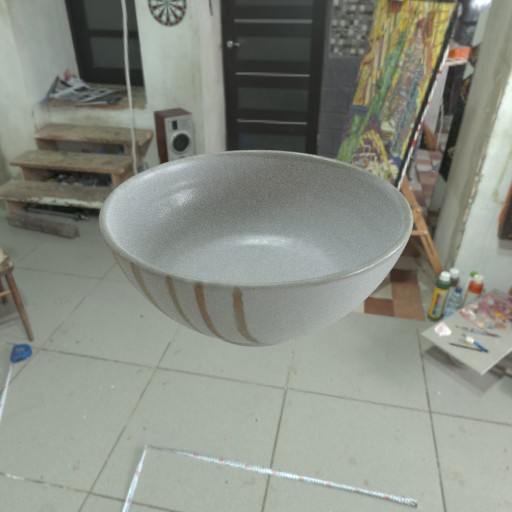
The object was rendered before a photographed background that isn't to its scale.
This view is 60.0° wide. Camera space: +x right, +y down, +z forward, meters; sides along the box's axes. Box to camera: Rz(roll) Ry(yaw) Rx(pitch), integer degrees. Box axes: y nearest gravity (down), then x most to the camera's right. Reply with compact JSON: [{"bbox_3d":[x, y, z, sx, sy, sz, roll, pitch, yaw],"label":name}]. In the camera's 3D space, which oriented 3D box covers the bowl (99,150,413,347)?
[{"bbox_3d":[0.000,0.000,0.425,0.268,0.121,0.268,0,32,0],"label":"bowl"}]
